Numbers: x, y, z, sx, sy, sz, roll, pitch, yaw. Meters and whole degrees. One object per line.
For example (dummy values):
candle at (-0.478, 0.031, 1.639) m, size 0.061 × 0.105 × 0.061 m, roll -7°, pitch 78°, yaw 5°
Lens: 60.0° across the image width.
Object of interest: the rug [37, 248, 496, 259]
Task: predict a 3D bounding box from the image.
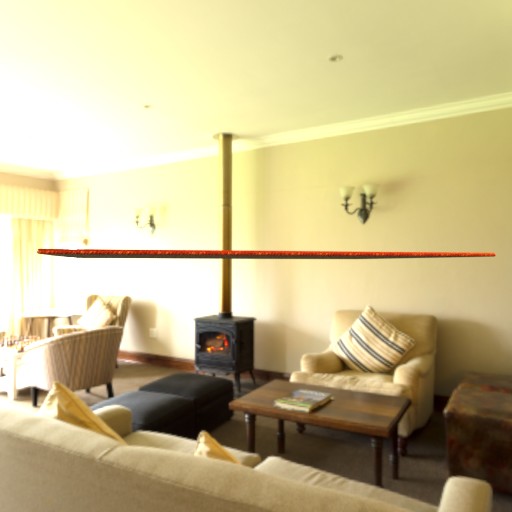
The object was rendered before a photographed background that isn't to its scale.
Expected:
rug at (0.000, 0.000, 2.254) m, size 1.835 × 0.018 × 1.230 m, roll 0°, pitch -1°, yaw -17°
